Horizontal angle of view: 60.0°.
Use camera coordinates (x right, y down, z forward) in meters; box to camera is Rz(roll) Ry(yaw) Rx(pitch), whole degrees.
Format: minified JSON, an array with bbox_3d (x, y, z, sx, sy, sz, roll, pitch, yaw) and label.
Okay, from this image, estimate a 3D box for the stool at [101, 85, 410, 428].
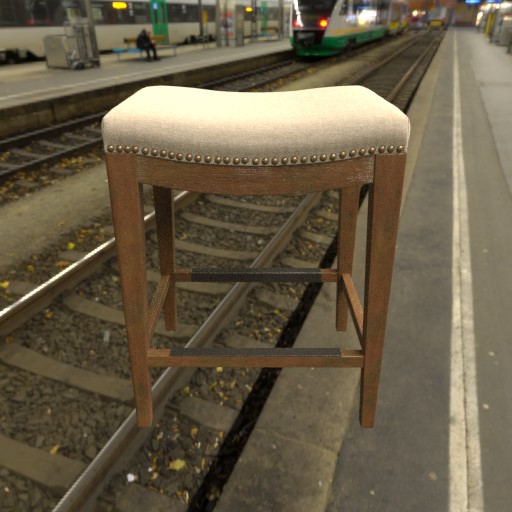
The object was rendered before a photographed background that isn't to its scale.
[{"bbox_3d":[0.000,0.000,0.955,0.508,0.660,0.356,0,28,0],"label":"stool"}]
